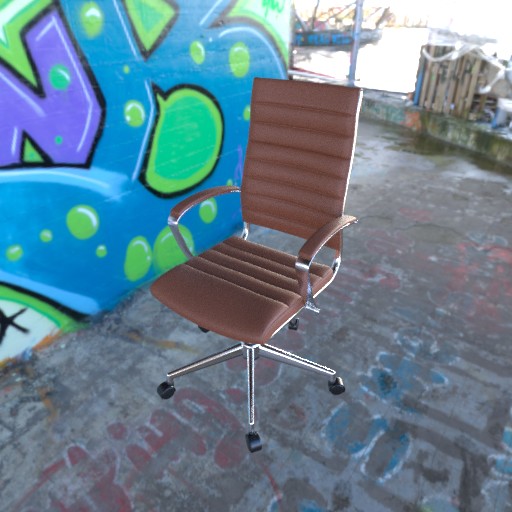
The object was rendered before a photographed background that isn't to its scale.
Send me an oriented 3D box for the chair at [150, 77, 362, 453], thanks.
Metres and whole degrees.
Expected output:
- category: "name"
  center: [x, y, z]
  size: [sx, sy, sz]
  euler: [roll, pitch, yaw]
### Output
- category: "chair"
  center: [0.000, 0.000, 1.660]
  size: [0.766, 1.149, 0.739]
  euler: [19, 35, 30]
